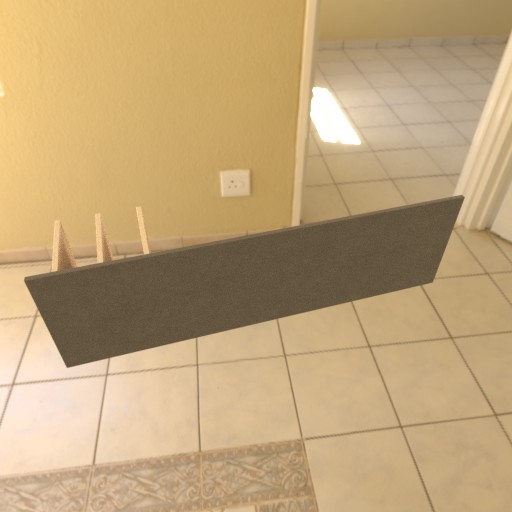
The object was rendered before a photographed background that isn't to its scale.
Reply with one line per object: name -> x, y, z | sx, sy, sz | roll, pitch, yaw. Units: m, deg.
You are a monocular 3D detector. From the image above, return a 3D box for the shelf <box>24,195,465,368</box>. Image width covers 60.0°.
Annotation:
shelf -> 0.000, 0.000, 1.158 | 1.020, 0.300, 0.200 | -11, 43, -12
